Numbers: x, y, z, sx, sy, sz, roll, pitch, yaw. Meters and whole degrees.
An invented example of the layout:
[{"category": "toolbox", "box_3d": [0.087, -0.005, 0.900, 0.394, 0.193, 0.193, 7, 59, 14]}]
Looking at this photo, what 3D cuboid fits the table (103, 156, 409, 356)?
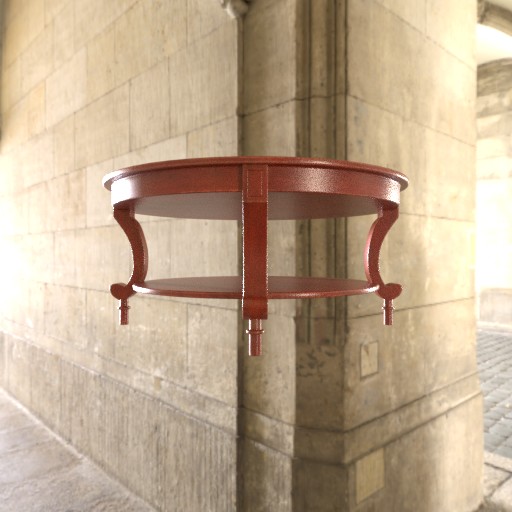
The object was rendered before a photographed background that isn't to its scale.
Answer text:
[{"category": "table", "box_3d": [0.000, 0.000, 1.571, 1.029, 0.486, 1.029, 0, 0, 0]}]
